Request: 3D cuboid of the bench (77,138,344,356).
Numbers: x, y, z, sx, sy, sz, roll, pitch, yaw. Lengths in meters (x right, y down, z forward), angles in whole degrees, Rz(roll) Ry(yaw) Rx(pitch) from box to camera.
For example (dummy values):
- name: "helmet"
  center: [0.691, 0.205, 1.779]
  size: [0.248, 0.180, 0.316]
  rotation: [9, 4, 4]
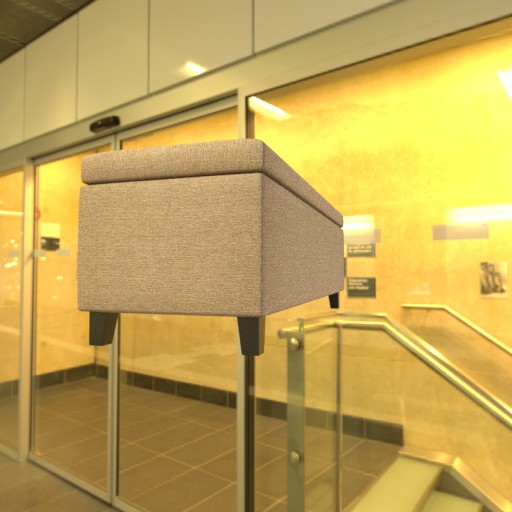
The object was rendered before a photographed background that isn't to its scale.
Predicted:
- name: "bench"
  center: [0.000, 0.000, 1.510]
  size: [0.446, 0.438, 1.269]
  rotation: [-1, -2, 18]
